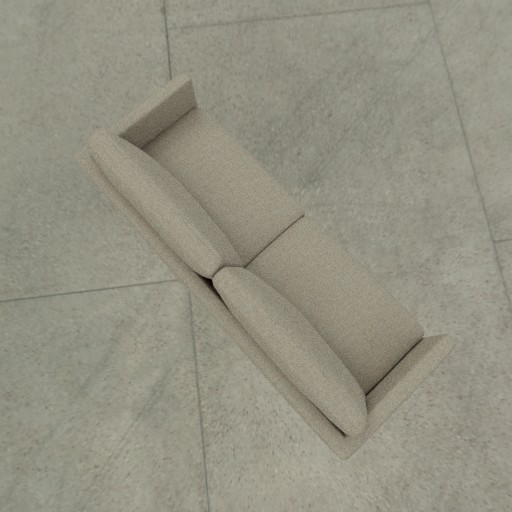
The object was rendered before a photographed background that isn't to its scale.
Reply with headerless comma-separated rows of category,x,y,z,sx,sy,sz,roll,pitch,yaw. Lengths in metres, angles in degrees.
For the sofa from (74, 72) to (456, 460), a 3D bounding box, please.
sofa,0.000,0.000,2.903,0.951,0.965,2.434,-42,79,-10
